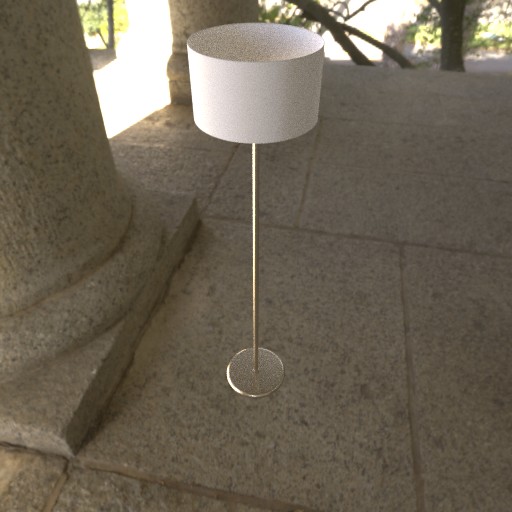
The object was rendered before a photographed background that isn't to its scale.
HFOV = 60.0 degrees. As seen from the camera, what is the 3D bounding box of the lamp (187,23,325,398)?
[{"bbox_3d":[0.000,0.000,1.593,0.347,1.443,0.347,-12,42,-13],"label":"lamp"}]
